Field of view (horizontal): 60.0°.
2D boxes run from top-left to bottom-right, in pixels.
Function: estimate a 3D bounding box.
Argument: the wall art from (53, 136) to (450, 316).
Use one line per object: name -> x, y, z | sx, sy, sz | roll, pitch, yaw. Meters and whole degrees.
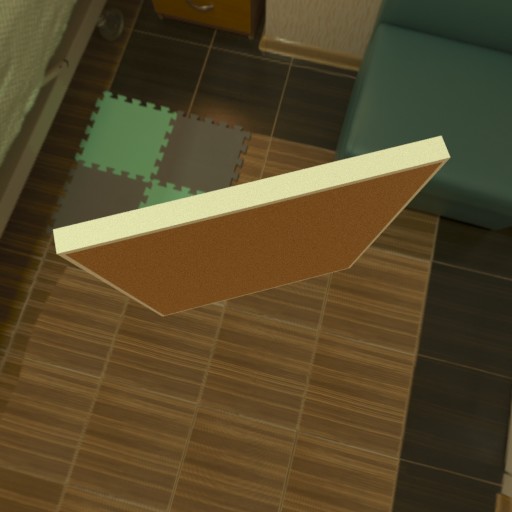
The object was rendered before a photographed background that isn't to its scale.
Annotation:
wall art -> 0.000, 0.000, 0.751 | 0.443, 0.549, 0.030 | -14, 76, -4
